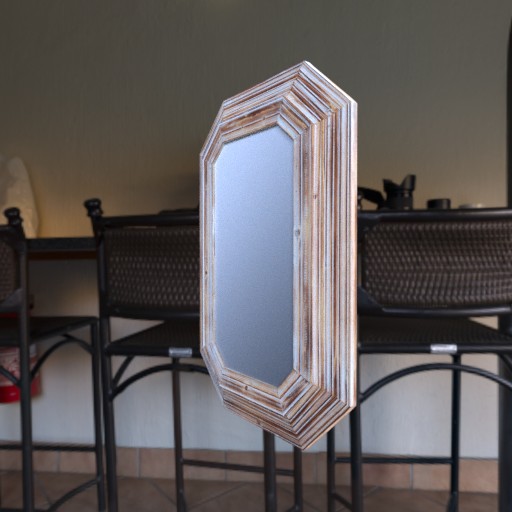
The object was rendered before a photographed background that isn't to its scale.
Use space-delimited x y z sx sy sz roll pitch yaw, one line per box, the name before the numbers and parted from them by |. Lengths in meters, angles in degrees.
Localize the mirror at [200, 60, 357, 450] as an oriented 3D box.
mirror | 0.000 0.000 1.301 0.061 1.015 0.709 -1 1 -36
